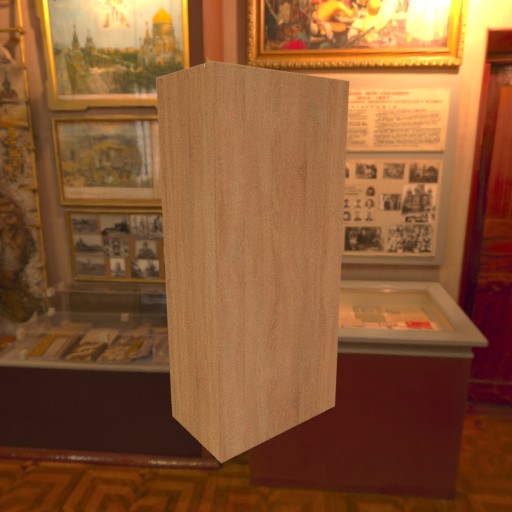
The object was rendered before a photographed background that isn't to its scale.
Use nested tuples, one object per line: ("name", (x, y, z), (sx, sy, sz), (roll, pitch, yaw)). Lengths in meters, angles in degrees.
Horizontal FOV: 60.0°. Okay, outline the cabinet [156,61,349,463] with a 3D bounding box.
("cabinet", (0.000, 0.000, 2.881), (1.094, 2.120, 1.327), (2, 13, 7))
